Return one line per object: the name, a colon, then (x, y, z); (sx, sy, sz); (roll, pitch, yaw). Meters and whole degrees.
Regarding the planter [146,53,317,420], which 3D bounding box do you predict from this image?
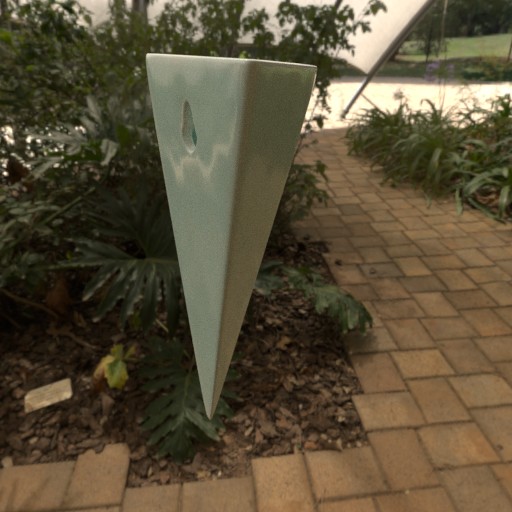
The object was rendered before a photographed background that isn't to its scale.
planter: (0.000, 0.000, 0.215); (0.064, 0.178, 0.080); (-17, 31, -31)
